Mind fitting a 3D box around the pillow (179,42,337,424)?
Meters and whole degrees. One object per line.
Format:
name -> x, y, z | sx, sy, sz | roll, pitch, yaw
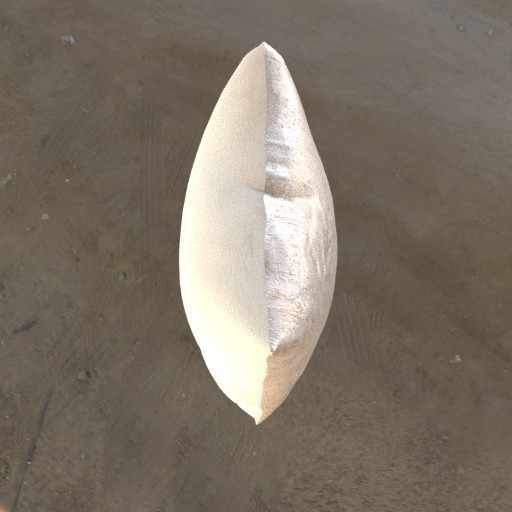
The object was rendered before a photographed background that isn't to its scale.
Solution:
pillow -> 0.000, 0.000, 0.707 | 0.245, 0.448, 0.450 | 2, 62, 1
